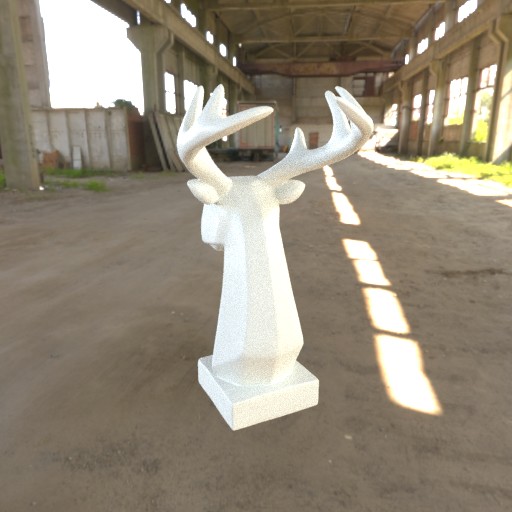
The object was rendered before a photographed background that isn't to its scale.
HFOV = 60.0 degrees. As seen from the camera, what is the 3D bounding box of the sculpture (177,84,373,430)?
[{"bbox_3d":[0.000,0.000,0.461,0.174,0.329,0.224,-7,17,-25],"label":"sculpture"}]
